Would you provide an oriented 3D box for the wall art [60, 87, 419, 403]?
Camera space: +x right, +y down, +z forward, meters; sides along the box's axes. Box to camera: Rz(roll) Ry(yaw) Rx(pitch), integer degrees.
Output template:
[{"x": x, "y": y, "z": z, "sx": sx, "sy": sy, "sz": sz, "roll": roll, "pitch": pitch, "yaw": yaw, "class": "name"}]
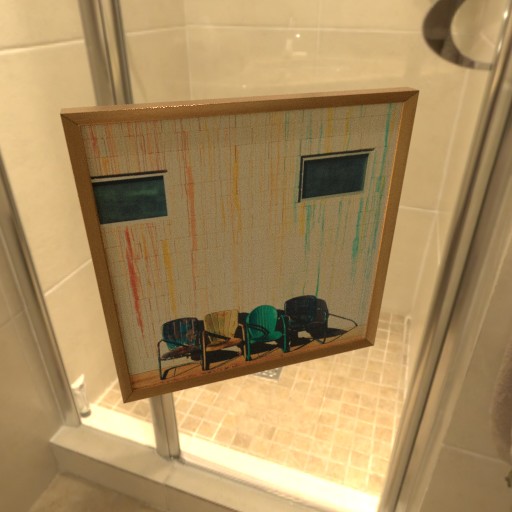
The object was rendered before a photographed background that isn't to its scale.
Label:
[{"x": 0.000, "y": 0.000, "z": 0.443, "sx": 0.302, "sy": 0.302, "sz": 0.019, "roll": -9, "pitch": 32, "yaw": -15, "class": "wall art"}]
